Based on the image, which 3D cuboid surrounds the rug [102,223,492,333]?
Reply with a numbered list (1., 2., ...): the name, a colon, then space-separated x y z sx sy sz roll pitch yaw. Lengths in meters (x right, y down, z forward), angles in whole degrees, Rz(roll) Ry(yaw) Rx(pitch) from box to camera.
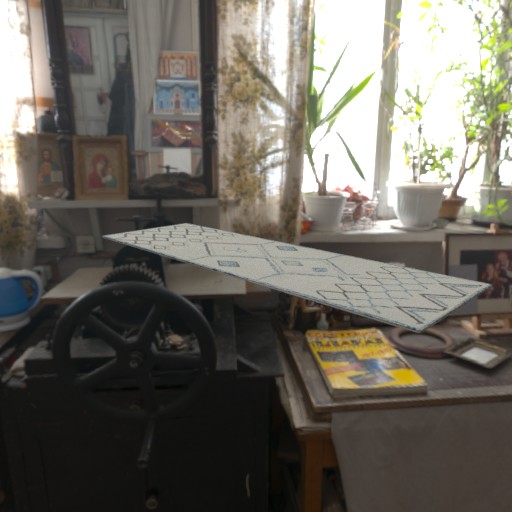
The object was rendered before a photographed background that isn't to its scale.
1. rug: 0.000 0.000 2.695 2.434 0.013 0.770 14 20 43
